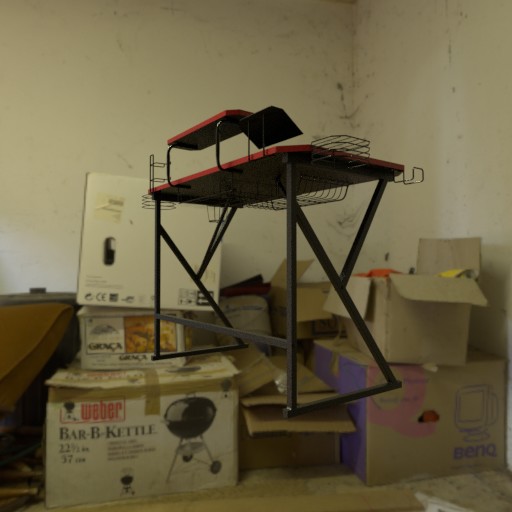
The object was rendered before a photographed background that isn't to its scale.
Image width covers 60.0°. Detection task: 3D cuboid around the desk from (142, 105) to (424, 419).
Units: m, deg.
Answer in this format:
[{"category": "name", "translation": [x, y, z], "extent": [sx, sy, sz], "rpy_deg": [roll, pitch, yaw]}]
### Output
[{"category": "desk", "translation": [0.000, 0.000, 1.732], "extent": [0.588, 0.913, 1.280], "rpy_deg": [1, -1, -37]}]
